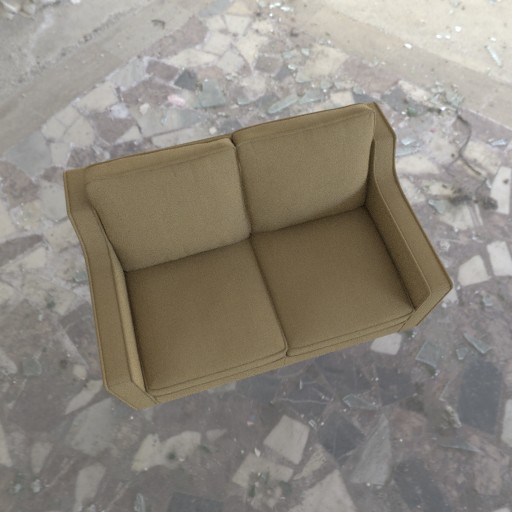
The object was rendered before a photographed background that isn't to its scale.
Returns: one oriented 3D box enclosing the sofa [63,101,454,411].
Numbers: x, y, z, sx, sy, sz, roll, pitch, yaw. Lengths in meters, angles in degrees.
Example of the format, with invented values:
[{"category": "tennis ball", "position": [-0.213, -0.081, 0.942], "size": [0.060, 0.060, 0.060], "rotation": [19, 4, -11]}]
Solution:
[{"category": "sofa", "position": [0.000, 0.000, 2.145], "size": [1.501, 0.971, 0.987], "rotation": [-15, 64, -8]}]
